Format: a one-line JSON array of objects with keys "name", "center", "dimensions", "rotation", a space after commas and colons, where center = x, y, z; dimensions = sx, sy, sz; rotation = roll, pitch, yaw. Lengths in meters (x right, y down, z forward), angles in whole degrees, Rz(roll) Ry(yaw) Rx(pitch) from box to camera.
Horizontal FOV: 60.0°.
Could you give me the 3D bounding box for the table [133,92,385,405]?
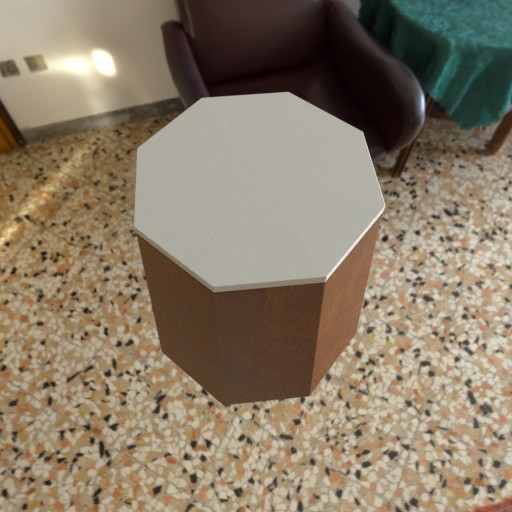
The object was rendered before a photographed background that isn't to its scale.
[{"name": "table", "center": [0.000, 0.000, 0.832], "dimensions": [0.439, 0.457, 0.439], "rotation": [33, 65, 18]}]
